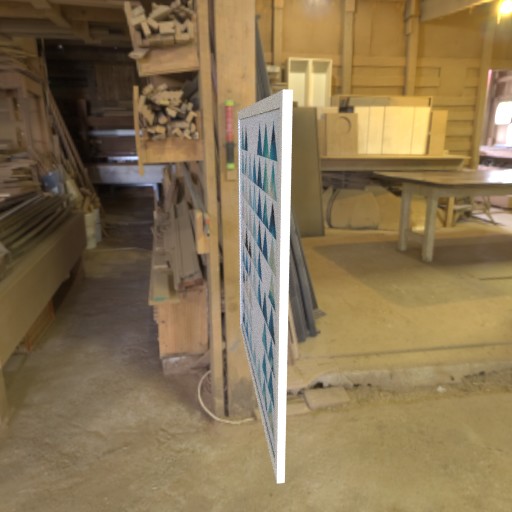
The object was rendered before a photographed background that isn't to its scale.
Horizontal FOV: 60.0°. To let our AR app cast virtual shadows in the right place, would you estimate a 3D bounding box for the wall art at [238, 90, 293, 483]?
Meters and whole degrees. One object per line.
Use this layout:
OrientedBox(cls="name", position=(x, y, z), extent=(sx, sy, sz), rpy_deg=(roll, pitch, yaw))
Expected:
OrientedBox(cls="wall art", position=(0.000, 0.000, 0.860), extent=(0.012, 0.557, 0.557), rpy_deg=(-2, 16, -7))
